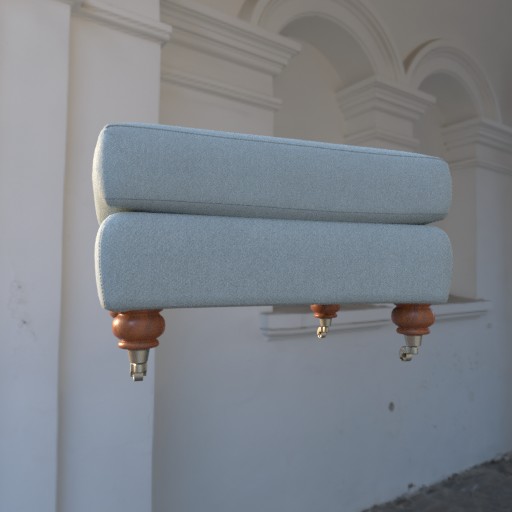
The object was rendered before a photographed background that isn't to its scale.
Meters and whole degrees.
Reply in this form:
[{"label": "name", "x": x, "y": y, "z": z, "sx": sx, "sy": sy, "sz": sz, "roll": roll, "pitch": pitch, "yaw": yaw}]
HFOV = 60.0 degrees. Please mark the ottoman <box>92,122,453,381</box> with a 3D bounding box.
[{"label": "ottoman", "x": 0.000, "y": 0.000, "z": 1.116, "sx": 0.773, "sy": 0.499, "sz": 0.569, "roll": 1, "pitch": -3, "yaw": -19}]
